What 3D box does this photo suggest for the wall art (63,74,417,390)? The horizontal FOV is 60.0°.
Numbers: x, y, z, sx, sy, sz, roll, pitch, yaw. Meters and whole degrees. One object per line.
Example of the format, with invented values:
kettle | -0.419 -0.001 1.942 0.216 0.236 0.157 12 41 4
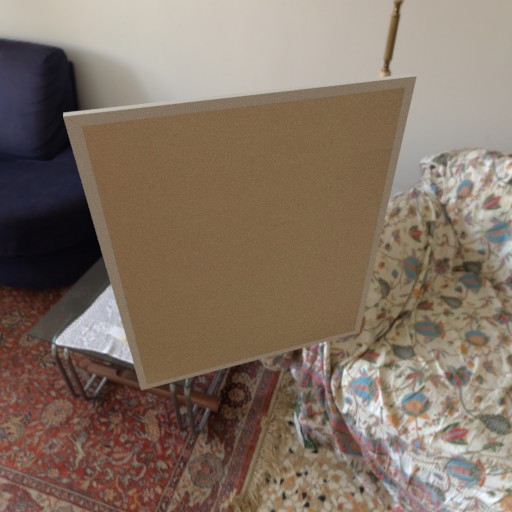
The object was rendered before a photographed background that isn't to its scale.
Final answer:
wall art | 0.000 0.000 0.761 0.482 0.557 0.012 -12 41 -14
